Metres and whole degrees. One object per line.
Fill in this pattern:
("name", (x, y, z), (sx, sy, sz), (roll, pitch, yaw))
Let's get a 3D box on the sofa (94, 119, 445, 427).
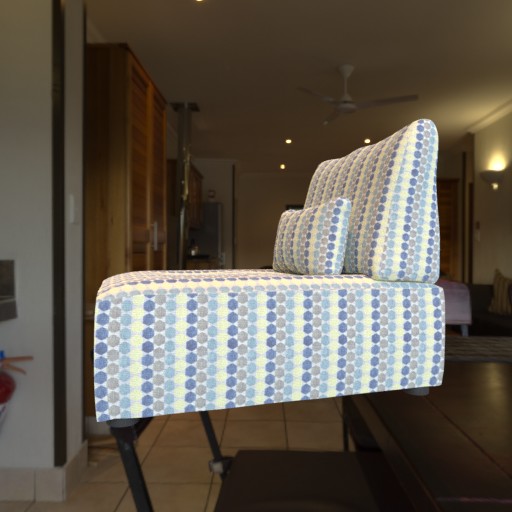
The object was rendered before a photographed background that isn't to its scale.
("sofa", (0.000, 0.000, 1.499), (1.000, 0.820, 0.700), (0, 0, -18))
